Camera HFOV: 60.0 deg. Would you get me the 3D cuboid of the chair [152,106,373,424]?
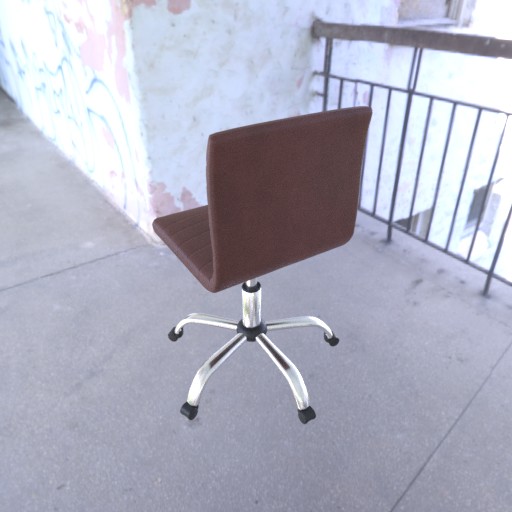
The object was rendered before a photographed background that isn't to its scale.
[{"bbox_3d":[0.000,0.000,1.159,0.556,0.780,0.530,-19,37,-28],"label":"chair"}]
